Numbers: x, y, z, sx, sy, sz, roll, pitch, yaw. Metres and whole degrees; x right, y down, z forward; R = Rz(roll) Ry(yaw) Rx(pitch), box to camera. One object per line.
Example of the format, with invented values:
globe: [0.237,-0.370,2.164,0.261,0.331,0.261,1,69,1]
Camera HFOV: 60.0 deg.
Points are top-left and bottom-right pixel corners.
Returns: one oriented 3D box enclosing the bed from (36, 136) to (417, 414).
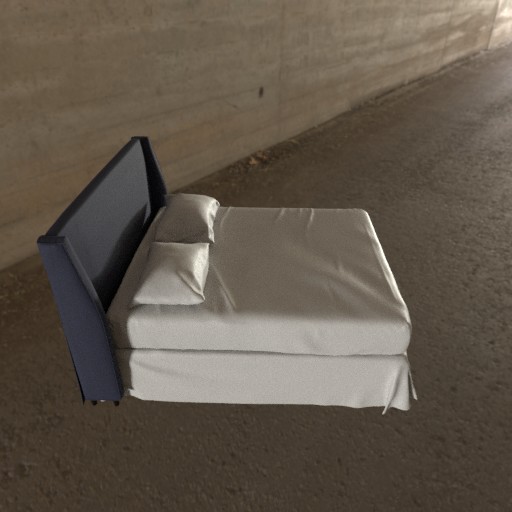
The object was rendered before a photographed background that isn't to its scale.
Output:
bed: [0.000,0.000,3.432,2.276,1.332,1.925,1,32,2]
